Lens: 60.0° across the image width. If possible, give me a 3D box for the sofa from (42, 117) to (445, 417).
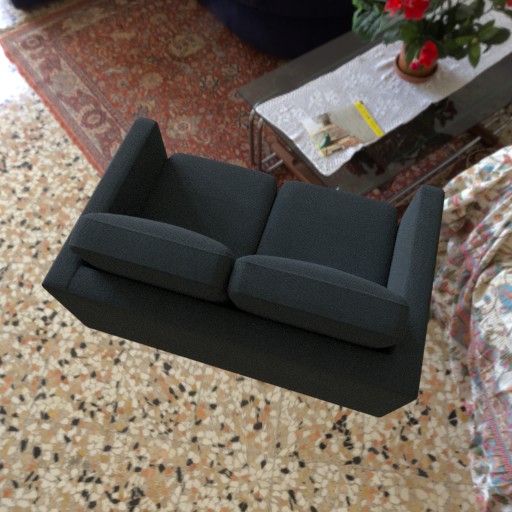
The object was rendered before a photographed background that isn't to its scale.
[{"bbox_3d":[0.000,0.000,2.115,1.518,0.930,0.999,15,64,8],"label":"sofa"}]
